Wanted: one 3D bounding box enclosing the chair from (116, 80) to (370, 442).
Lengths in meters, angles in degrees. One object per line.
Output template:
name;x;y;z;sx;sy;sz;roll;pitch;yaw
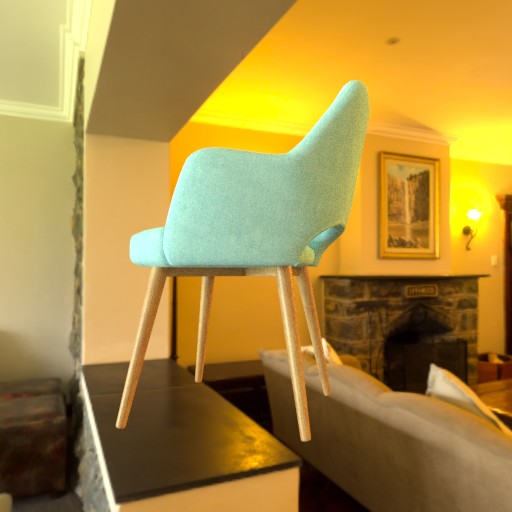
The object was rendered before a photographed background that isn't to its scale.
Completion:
chair;0.000;0.000;1.219;0.610;0.840;0.590;-1;-2;16
